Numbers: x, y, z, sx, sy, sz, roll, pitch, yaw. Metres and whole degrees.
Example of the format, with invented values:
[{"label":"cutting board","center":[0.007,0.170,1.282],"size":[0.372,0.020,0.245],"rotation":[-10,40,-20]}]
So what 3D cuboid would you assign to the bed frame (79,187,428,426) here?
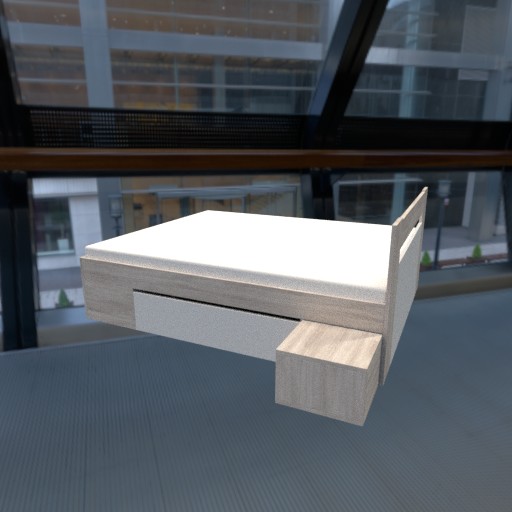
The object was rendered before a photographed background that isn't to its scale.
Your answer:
[{"label":"bed frame","center":[0.000,0.000,3.157],"size":[2.050,0.860,2.040],"rotation":[7,17,24]}]
